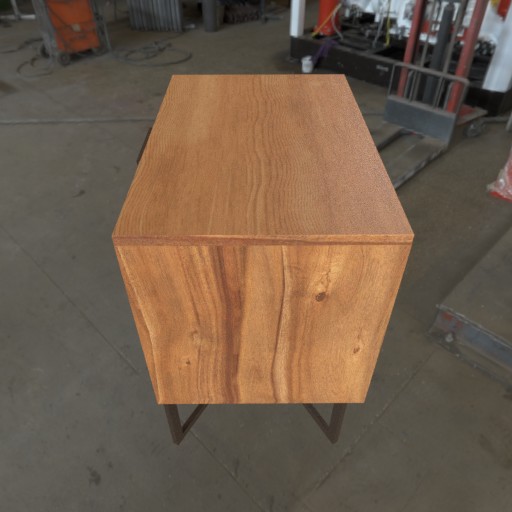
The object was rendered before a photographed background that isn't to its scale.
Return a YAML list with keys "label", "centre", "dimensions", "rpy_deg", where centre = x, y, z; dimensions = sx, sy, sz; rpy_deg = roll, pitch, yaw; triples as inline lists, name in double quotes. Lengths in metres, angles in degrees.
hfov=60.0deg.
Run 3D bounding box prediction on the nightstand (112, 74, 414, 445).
- label: "nightstand"
  centre: [0.000, 0.000, 1.032]
  dimensions: [0.427, 0.615, 0.613]
  rpy_deg: [0, 41, 0]
